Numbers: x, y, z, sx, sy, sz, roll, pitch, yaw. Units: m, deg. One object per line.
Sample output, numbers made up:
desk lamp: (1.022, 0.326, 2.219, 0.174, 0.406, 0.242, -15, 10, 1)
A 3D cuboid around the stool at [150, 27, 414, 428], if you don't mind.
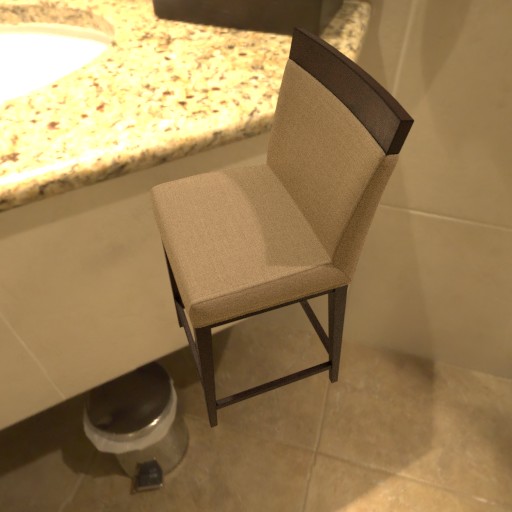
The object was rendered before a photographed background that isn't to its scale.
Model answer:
stool: (0.000, 0.000, 1.373, 0.531, 1.117, 0.511, -16, 49, -14)
